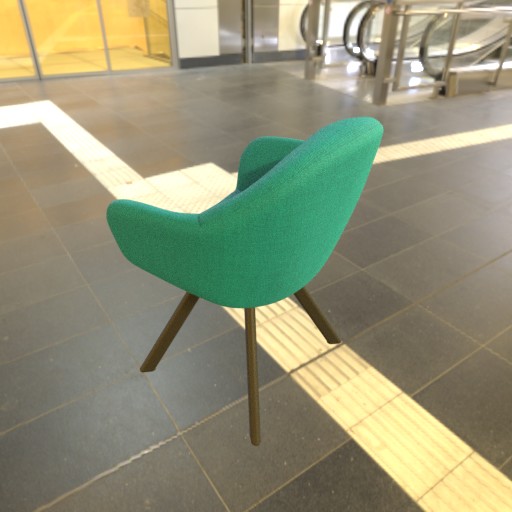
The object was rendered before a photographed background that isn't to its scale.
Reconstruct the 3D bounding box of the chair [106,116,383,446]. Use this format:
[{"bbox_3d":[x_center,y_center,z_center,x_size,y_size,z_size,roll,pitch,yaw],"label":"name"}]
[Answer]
[{"bbox_3d":[0.000,0.000,1.201,0.550,0.795,0.590,21,38,30],"label":"chair"}]
